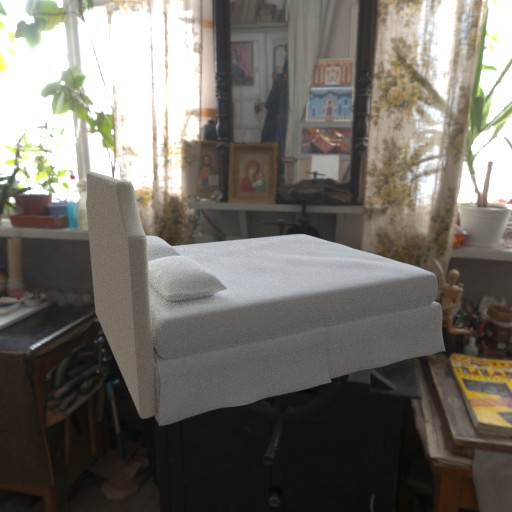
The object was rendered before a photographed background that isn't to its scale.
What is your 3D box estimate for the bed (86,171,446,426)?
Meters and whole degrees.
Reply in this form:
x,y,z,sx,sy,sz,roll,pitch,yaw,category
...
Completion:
x,y,z,sx,sy,sz,roll,pitch,yaw,category
0.000,0.000,4.268,2.773,1.590,2.350,-7,15,-26,bed
